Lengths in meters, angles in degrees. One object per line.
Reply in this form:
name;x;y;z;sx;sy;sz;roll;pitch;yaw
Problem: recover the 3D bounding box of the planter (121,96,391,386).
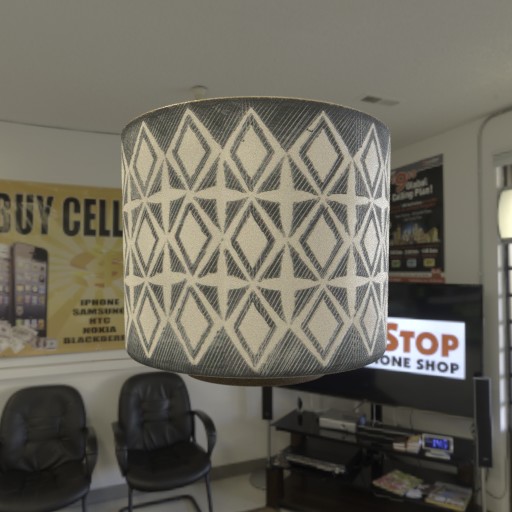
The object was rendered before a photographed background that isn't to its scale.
planter;0.000;0.000;0.328;0.192;0.165;0.192;0;-2;0
